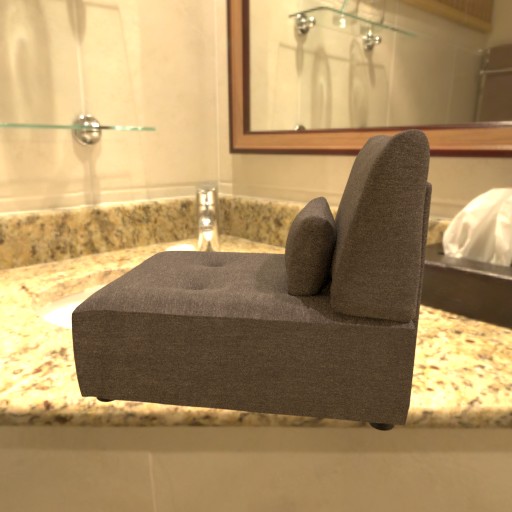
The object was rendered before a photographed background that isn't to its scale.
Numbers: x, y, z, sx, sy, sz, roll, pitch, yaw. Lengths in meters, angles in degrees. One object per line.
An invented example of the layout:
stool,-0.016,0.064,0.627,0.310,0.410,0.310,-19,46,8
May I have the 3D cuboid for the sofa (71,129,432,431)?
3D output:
sofa,0.000,0.000,1.531,1.000,0.820,0.700,2,14,8
